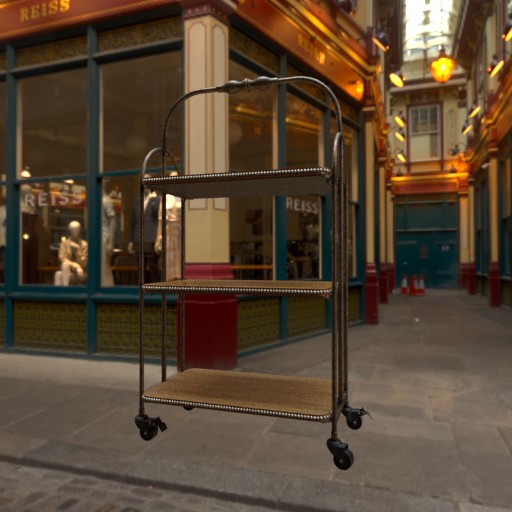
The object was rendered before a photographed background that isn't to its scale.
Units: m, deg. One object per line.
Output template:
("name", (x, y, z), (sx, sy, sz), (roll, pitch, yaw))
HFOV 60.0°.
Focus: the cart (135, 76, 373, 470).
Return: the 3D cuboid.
("cart", (0.000, 0.000, 1.307), (0.650, 1.052, 0.330), (0, 0, 18))
